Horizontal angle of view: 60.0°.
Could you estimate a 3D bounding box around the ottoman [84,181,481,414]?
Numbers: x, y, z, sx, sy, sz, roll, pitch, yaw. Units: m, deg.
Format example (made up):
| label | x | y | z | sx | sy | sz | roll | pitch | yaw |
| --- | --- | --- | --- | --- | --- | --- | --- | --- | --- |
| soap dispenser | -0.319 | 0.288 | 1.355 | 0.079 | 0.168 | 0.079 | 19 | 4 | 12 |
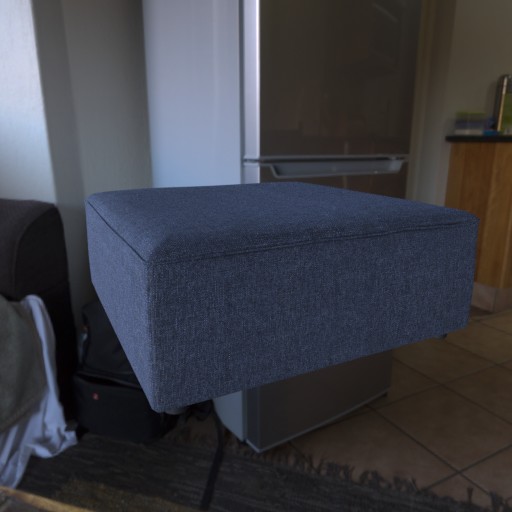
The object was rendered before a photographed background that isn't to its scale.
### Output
| label | x | y | z | sx | sy | sz | roll | pitch | yaw |
| --- | --- | --- | --- | --- | --- | --- | --- | --- | --- |
| ottoman | 0.000 | 0.000 | 1.553 | 1.017 | 0.423 | 1.023 | -7 | 17 | -25 |
